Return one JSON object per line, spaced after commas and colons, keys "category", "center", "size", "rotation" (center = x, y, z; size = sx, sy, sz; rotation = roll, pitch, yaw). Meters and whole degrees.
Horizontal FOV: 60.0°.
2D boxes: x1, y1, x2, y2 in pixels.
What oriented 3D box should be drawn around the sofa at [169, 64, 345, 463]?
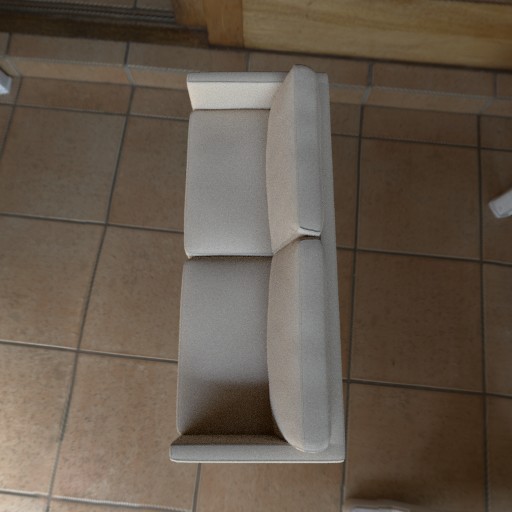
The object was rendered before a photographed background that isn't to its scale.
{"category": "sofa", "center": [0.000, 0.000, 2.845], "size": [0.951, 0.968, 2.361], "rotation": [0, 75, 0]}
